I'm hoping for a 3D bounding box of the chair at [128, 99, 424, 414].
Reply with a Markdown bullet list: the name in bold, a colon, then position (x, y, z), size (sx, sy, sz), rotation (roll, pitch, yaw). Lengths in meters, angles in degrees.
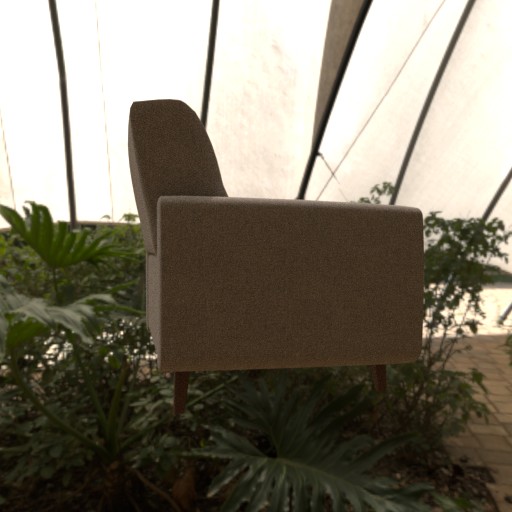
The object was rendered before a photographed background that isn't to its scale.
- **chair**: position (0.000, 0.000, 1.703), size (0.942, 0.968, 0.845), rotation (0, 1, -16)
